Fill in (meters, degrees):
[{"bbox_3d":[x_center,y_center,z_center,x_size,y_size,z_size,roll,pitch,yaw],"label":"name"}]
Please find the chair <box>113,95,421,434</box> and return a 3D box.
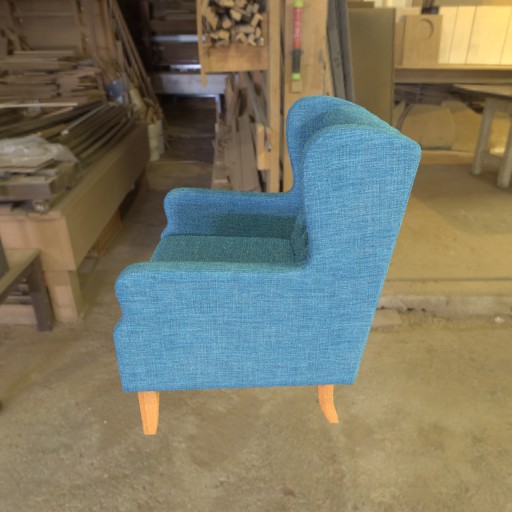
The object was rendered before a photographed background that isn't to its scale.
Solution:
[{"bbox_3d":[0.000,0.000,1.482,0.775,0.952,0.711,0,26,0],"label":"chair"}]
